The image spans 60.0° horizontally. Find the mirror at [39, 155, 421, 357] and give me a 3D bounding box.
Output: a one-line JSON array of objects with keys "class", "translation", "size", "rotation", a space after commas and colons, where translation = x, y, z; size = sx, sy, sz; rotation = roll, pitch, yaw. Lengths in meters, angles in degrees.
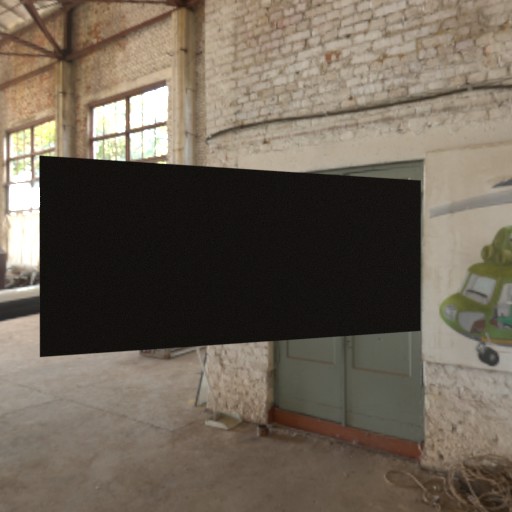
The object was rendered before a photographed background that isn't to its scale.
[{"class": "mirror", "translation": [0.000, 0.000, 1.796], "size": [1.584, 0.692, 0.047], "rotation": [0, 0, -19]}]
